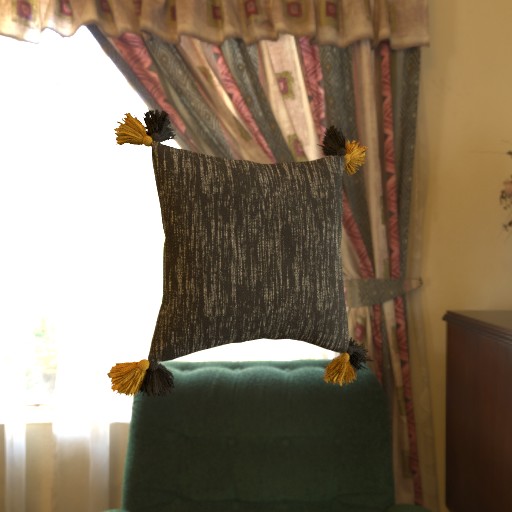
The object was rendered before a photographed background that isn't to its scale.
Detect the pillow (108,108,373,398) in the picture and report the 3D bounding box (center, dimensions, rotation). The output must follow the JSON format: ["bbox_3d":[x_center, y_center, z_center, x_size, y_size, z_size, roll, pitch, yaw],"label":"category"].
[{"bbox_3d":[0.000,0.000,1.023,0.654,0.659,0.139,0,0,-19],"label":"pillow"}]
